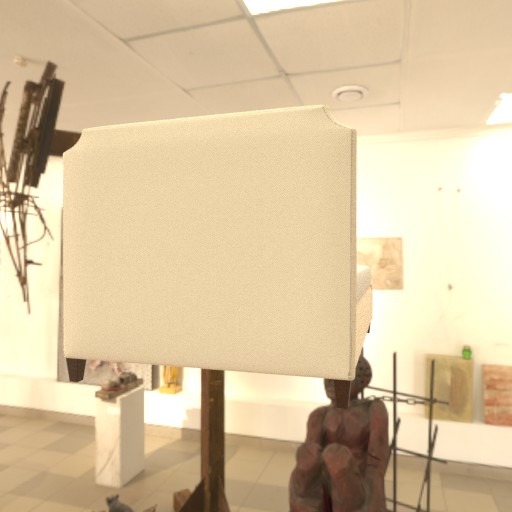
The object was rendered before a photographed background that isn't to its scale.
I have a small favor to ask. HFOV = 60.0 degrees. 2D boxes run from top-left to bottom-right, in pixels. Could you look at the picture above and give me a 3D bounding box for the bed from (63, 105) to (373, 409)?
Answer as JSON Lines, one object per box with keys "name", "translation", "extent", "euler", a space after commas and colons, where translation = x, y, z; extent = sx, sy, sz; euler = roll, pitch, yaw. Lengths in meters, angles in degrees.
{"name": "bed", "translation": [0.000, 0.000, 3.478], "extent": [1.712, 1.497, 2.372], "euler": [0, 0, 17]}
